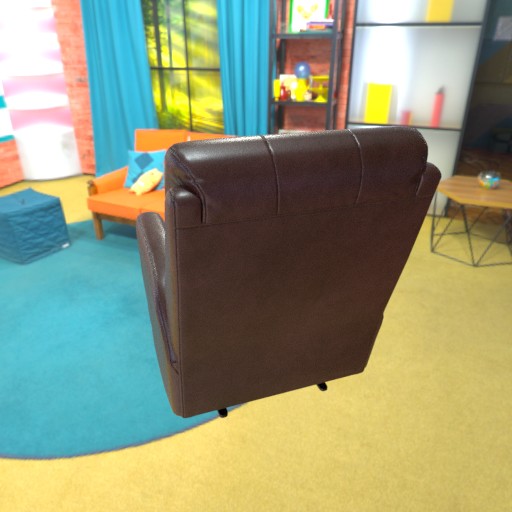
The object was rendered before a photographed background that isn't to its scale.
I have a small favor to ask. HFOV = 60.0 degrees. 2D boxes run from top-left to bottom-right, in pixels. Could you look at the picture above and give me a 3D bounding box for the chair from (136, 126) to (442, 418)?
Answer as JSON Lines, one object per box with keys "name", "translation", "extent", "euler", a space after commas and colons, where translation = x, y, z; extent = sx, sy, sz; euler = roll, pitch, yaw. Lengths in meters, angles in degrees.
{"name": "chair", "translation": [0.000, 0.000, 1.621], "extent": [0.787, 1.016, 0.939], "euler": [-9, 28, -17]}
